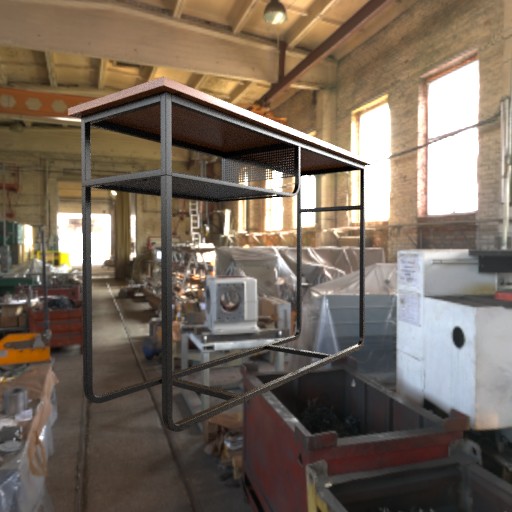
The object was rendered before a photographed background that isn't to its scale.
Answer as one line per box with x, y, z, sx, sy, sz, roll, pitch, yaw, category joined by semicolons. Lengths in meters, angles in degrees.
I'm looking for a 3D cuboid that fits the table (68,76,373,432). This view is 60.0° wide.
0.000;0.000;1.449;0.350;0.750;1.100;1;2;36;table
